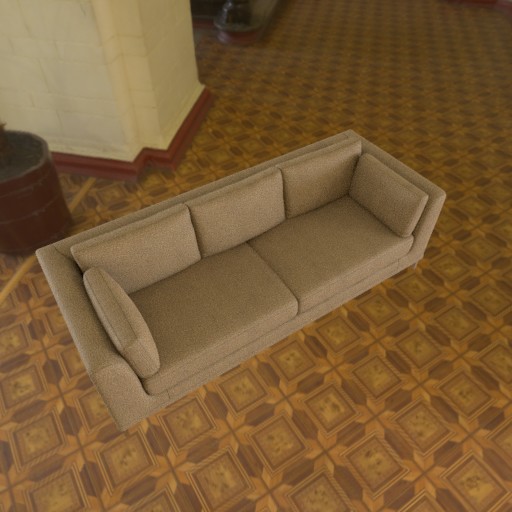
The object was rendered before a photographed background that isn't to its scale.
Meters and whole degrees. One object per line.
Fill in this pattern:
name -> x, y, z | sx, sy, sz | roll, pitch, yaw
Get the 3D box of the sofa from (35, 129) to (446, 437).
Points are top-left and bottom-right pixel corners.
sofa -> 0.000, 0.000, 2.951 | 2.415, 0.867, 0.969 | -25, 51, -22
